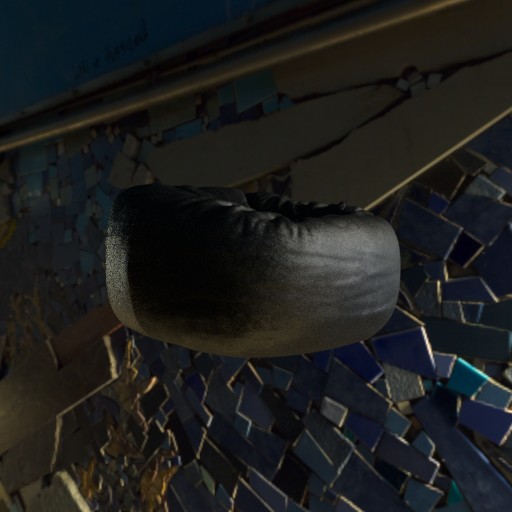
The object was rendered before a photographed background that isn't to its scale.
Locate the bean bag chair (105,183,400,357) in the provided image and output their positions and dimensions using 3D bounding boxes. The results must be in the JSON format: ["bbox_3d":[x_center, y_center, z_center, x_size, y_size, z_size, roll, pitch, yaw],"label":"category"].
[{"bbox_3d":[0.000,0.000,2.465,1.524,0.878,1.524,-1,2,-36],"label":"bean bag chair"}]
